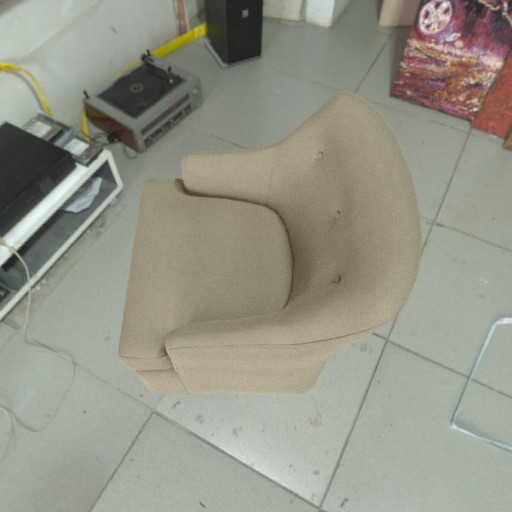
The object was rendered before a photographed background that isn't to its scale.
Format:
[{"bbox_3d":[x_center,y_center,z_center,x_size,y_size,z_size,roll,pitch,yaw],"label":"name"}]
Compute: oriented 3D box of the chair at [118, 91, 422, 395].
[{"bbox_3d":[0.000,0.000,1.615,0.923,0.856,0.864,-1,58,-1],"label":"chair"}]
